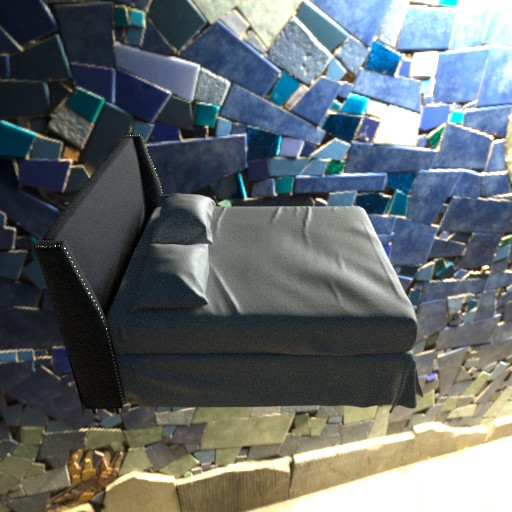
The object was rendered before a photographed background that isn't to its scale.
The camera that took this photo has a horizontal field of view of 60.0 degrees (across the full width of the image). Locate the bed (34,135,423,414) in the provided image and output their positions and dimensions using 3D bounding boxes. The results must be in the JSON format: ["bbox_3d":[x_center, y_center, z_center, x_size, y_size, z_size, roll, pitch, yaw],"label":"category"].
[{"bbox_3d":[0.000,0.000,3.369,2.276,1.332,1.925,0,32,0],"label":"bed"}]
